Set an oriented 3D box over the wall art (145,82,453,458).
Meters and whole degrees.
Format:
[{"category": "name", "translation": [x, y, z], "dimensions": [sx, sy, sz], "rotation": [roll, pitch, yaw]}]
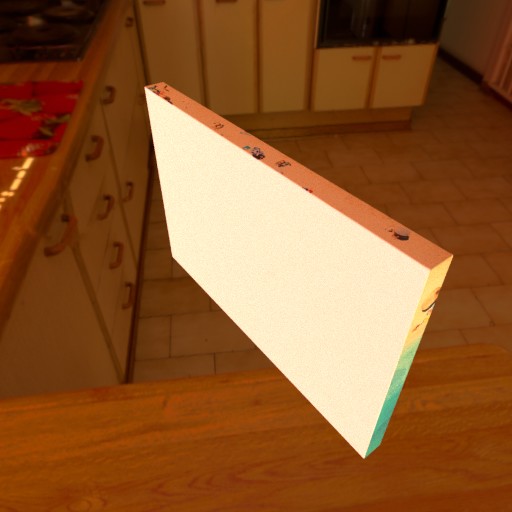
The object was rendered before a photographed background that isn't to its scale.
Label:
[{"category": "wall art", "translation": [0.000, 0.000, 0.755], "dimensions": [0.039, 0.406, 0.609], "rotation": [-27, 48, -27]}]
